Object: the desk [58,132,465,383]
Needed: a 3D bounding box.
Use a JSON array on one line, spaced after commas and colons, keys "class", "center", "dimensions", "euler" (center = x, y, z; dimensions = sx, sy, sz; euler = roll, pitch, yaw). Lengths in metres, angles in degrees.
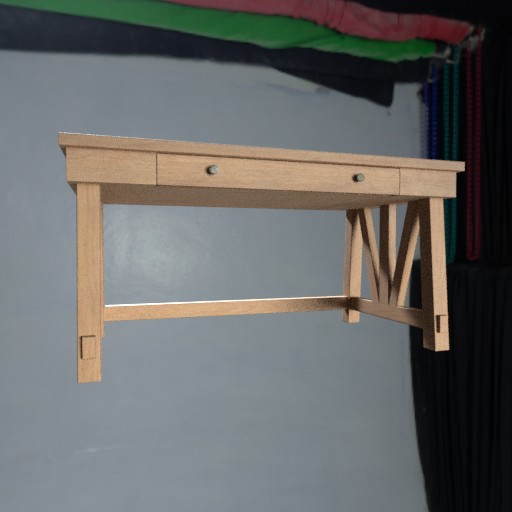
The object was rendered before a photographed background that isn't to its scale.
[{"class": "desk", "center": [0.000, 0.000, 1.942], "dimensions": [1.499, 0.762, 0.813], "euler": [0, 1, -18]}]
